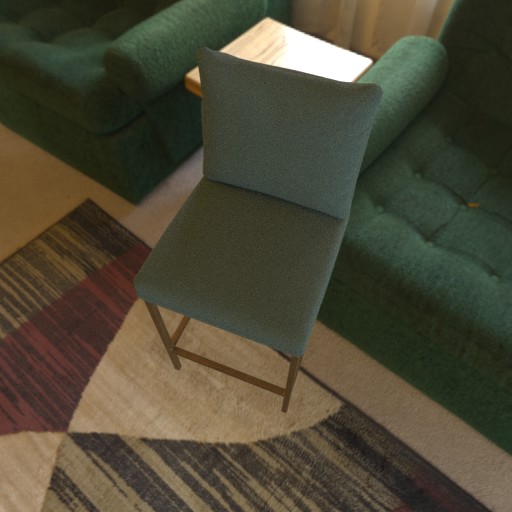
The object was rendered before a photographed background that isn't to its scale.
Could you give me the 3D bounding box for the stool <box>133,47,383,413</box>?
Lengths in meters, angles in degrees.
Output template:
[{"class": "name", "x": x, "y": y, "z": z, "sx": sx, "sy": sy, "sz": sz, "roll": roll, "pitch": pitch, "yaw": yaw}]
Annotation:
[{"class": "stool", "x": 0.000, "y": 0.000, "z": 1.326, "sx": 0.463, "sy": 1.032, "sz": 0.568, "roll": 18, "pitch": 59, "yaw": 12}]
